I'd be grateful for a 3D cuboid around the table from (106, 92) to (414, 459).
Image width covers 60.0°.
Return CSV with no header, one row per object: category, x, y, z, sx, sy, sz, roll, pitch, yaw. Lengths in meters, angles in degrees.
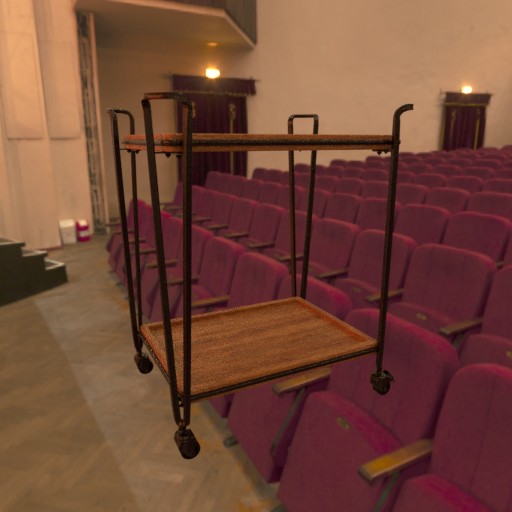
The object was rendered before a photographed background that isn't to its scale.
table,0.000,0.000,1.227,0.672,0.785,0.505,-7,16,-26
